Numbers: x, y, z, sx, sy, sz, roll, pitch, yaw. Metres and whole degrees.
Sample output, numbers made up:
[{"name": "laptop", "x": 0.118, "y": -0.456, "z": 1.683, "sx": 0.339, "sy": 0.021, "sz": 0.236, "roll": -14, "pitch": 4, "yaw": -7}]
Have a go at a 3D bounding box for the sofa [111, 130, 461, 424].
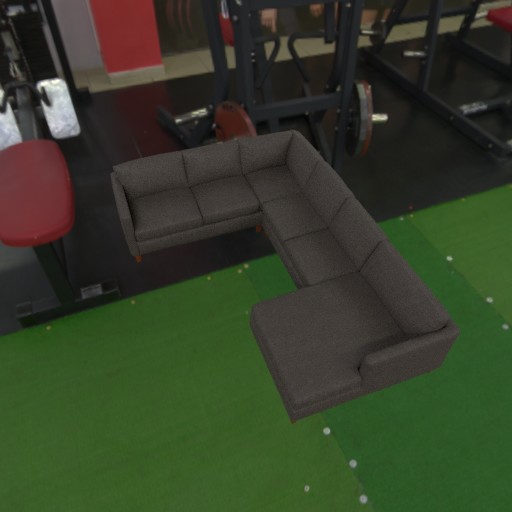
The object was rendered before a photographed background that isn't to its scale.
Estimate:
[{"name": "sofa", "x": 0.000, "y": 0.000, "z": 4.825, "sx": 2.594, "sy": 0.961, "sz": 3.460, "roll": -15, "pitch": 48, "yaw": -14}]
